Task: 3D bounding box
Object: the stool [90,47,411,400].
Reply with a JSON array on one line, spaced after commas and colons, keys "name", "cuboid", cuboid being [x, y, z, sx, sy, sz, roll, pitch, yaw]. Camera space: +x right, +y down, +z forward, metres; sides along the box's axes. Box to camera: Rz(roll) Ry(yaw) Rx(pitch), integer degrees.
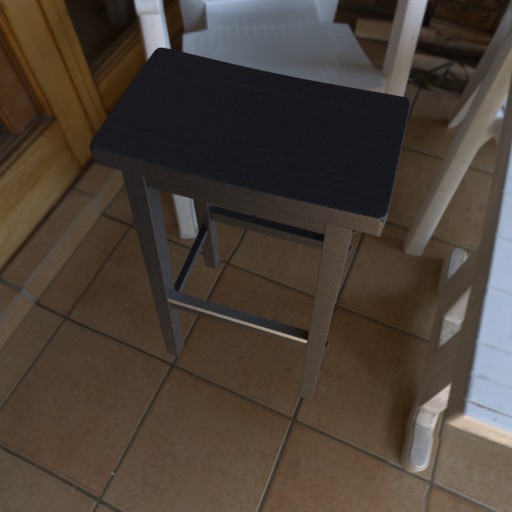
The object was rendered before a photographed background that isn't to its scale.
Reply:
[{"name": "stool", "cuboid": [0.000, 0.000, 0.940, 0.406, 0.742, 0.322, 15, 60, 9]}]
